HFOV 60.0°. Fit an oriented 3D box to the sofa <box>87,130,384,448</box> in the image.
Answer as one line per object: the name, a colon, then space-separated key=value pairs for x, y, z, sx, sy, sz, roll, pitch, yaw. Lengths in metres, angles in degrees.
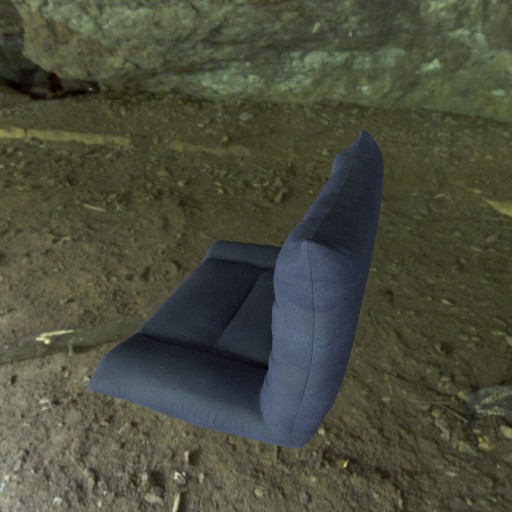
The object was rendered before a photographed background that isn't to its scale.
sofa: x=0.000 y=0.000 z=1.707 sx=0.849 sy=0.778 sz=1.122 roll=9 pitch=29 yaw=16
